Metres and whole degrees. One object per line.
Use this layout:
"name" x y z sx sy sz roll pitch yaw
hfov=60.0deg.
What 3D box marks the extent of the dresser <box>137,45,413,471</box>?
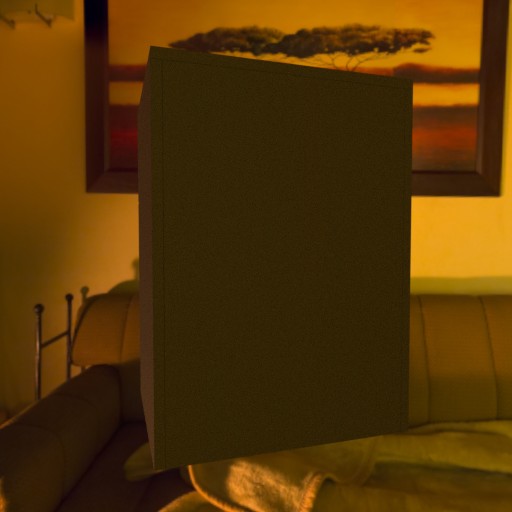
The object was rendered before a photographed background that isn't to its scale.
"dresser" 0.000 0.000 0.813 0.400 0.560 0.360 -1 2 -18
